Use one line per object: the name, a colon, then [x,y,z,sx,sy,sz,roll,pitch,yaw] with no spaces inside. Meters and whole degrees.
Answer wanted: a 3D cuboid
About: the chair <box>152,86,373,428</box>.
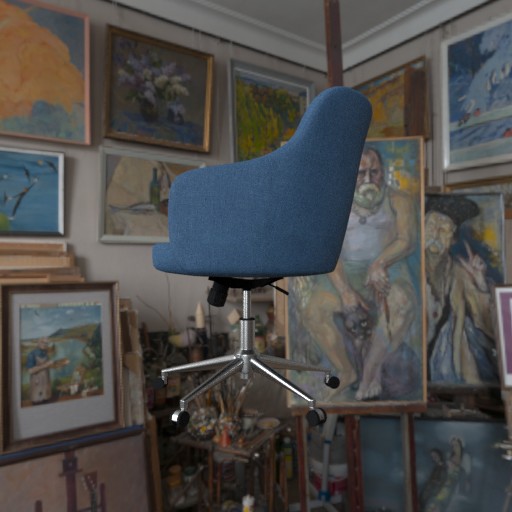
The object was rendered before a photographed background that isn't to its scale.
chair: [0.000,0.000,1.287,0.655,0.820,0.599,0,-1,17]
